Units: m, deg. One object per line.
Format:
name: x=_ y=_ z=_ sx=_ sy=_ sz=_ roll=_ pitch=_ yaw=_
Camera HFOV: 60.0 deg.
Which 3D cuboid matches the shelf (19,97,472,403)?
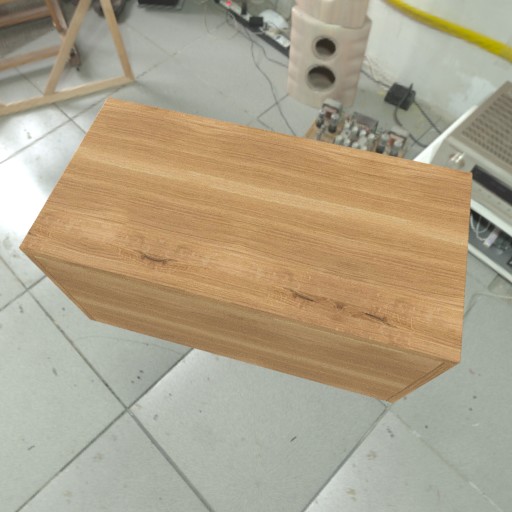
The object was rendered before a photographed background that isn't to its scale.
shelf: x=0.000 y=0.000 z=1.034 sx=0.800 sy=0.400 sz=0.400 roll=14 pitch=63 yaw=7
